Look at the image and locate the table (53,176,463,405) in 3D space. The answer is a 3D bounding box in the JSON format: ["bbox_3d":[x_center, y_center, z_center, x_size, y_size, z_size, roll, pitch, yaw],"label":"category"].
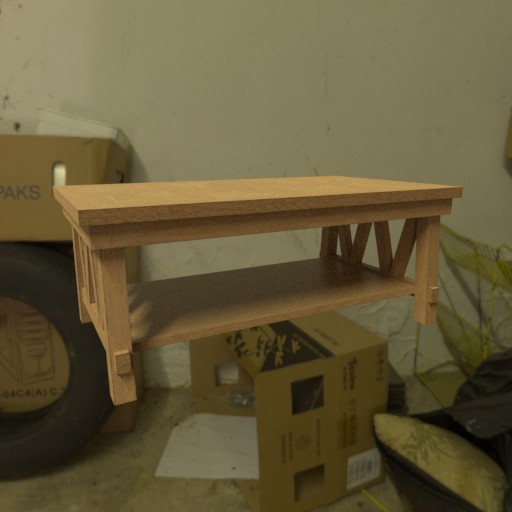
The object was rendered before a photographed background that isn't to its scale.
[{"bbox_3d":[0.000,0.000,1.632,1.270,0.507,0.711,-7,15,-27],"label":"table"}]
